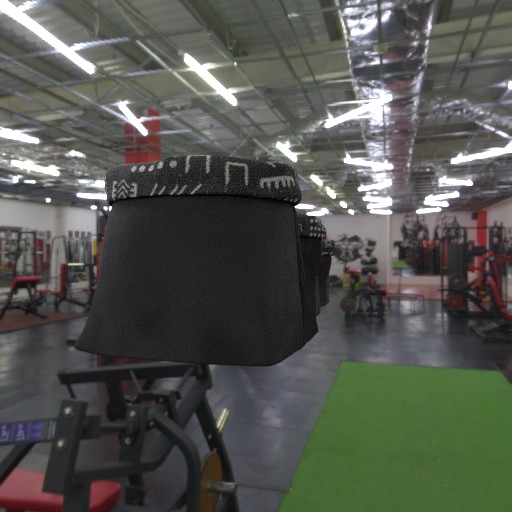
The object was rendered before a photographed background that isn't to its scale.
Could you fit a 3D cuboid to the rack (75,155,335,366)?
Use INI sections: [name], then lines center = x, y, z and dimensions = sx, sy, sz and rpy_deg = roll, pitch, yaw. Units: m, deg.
[rack]
center = 0.000, 0.000, 1.089
dimensions = 0.379, 0.323, 0.905
rpy_deg = 0, 1, 19
